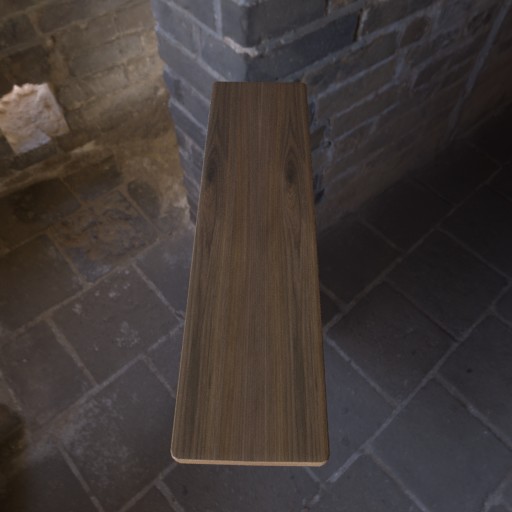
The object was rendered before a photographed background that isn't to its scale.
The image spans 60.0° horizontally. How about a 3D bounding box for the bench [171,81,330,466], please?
[{"bbox_3d":[0.000,0.000,1.776,0.425,0.462,1.570,1,58,1],"label":"bench"}]
